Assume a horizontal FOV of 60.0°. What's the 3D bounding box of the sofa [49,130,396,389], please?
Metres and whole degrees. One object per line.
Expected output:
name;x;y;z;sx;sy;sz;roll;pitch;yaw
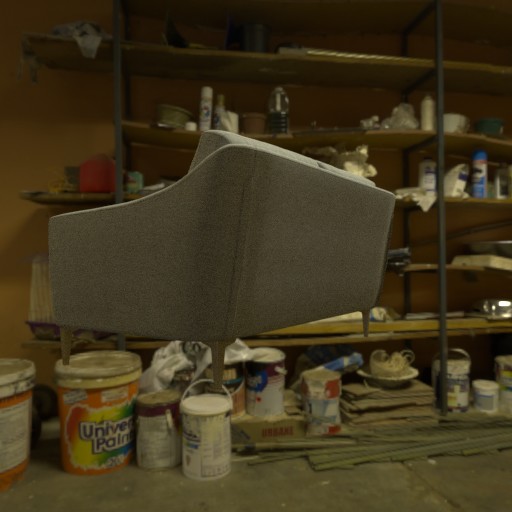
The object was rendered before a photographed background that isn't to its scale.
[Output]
sofa;0.000;0.000;2.178;0.960;0.904;1.619;0;-1;37
